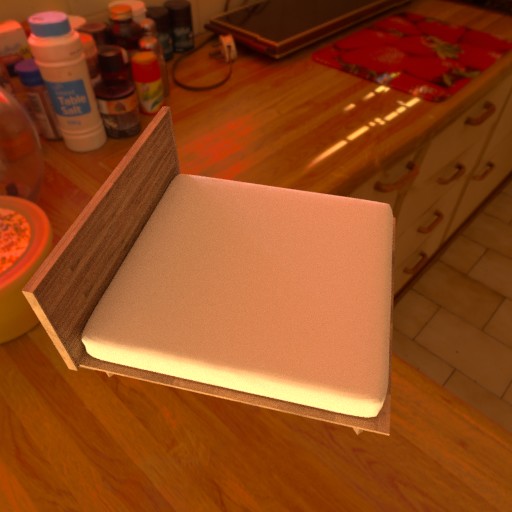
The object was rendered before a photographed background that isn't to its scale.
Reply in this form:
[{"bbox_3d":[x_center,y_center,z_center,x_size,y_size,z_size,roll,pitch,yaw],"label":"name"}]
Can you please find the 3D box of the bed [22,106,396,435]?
[{"bbox_3d":[0.000,0.000,3.376,2.167,1.100,2.116,10,47,9],"label":"bed"}]
